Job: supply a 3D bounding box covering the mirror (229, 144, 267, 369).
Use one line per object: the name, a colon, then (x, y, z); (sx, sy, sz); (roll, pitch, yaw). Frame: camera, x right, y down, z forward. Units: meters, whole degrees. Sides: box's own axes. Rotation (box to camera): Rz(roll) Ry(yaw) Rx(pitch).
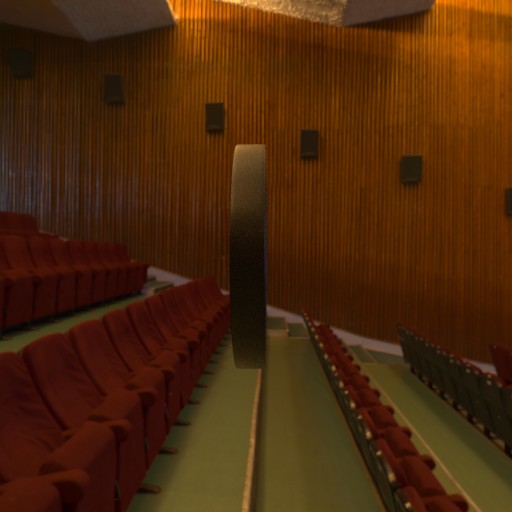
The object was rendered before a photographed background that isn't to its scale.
mirror: (0.000, 0.000, 0.680); (0.032, 0.254, 0.584); (0, 0, 2)
